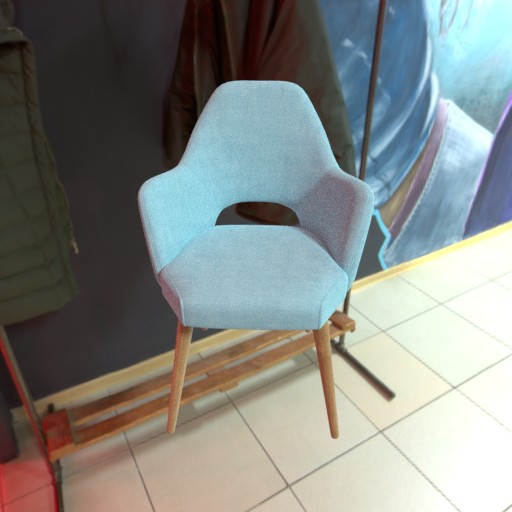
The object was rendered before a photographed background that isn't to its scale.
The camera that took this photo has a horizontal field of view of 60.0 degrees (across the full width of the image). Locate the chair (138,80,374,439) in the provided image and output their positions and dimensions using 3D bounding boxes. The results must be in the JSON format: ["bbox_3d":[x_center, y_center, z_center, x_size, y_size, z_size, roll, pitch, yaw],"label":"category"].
[{"bbox_3d":[0.000,0.000,1.254,0.590,0.840,0.610,1,31,2],"label":"chair"}]
